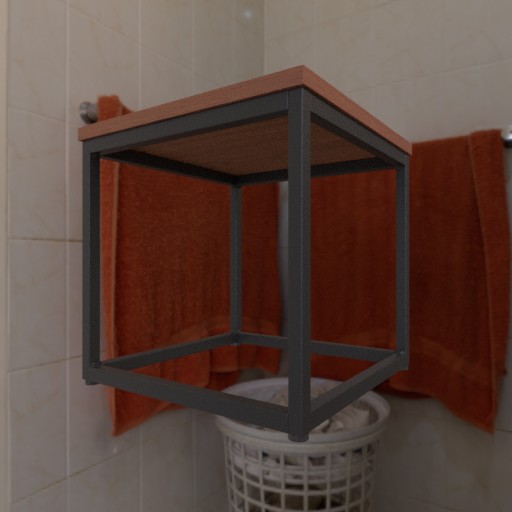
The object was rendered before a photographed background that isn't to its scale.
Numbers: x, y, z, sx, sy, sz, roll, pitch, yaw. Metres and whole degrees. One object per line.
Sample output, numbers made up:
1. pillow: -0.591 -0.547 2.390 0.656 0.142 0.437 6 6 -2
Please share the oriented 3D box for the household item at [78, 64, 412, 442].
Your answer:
1. household item: 0.000 0.000 0.742 0.400 0.400 0.400 0 0 35
